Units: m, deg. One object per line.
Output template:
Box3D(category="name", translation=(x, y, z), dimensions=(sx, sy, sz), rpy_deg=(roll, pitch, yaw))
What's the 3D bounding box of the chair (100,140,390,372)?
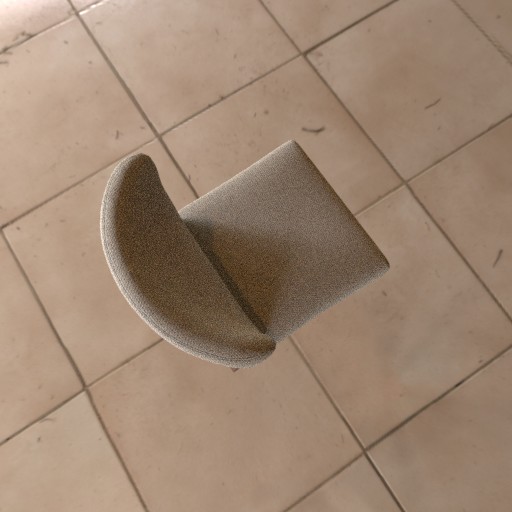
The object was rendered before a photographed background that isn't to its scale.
Box3D(category="chair", translation=(0.000, 0.000, 1.231), dimensions=(0.589, 0.839, 0.491), rpy_deg=(-33, 79, -8))
